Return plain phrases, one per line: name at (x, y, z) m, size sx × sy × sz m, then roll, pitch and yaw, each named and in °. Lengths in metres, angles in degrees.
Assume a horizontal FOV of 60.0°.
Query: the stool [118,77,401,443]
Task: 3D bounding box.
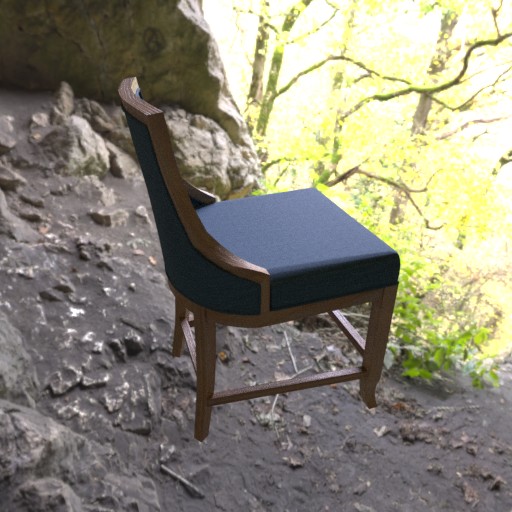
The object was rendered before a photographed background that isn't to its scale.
stool at (0.000, 0.000, 1.282) m, size 0.626 × 0.938 × 0.524 m, roll -10°, pitch 32°, yaw -17°
